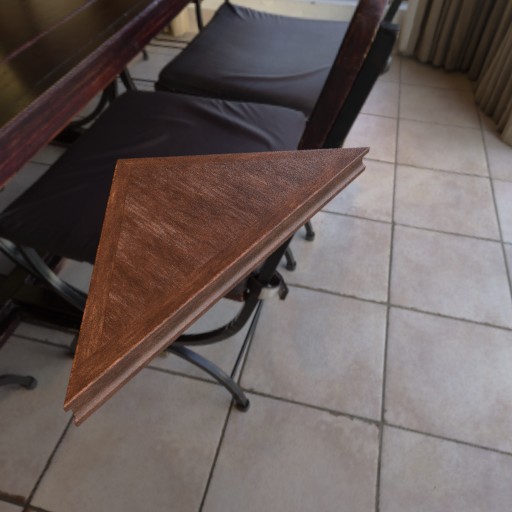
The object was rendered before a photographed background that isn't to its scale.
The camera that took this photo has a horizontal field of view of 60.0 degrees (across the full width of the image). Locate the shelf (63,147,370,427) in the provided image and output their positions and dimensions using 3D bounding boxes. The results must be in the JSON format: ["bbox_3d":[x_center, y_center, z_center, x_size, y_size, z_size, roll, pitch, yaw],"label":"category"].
[{"bbox_3d":[0.000,0.000,0.430,0.296,0.035,0.296,-4,48,-3],"label":"shelf"}]
